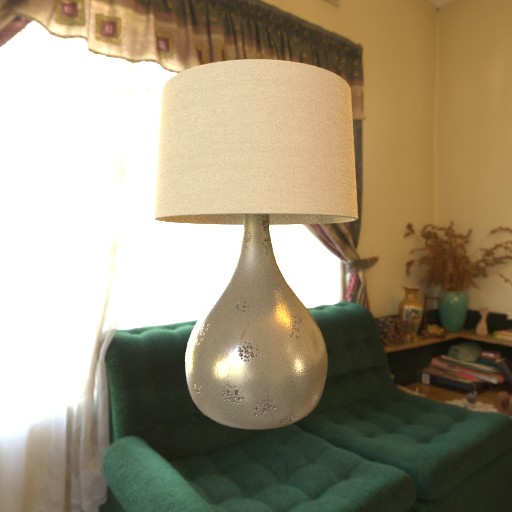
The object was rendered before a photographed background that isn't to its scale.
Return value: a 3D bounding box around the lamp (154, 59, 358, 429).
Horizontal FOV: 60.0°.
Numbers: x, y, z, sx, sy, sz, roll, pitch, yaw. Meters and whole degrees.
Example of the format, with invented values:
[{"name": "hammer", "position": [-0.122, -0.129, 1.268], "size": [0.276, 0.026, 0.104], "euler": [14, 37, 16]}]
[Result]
[{"name": "lamp", "position": [0.000, 0.000, 0.737], "size": [0.330, 0.521, 0.330], "euler": [0, 1, 0]}]
